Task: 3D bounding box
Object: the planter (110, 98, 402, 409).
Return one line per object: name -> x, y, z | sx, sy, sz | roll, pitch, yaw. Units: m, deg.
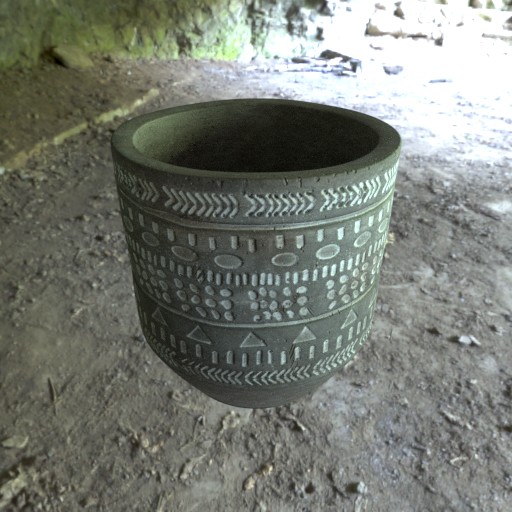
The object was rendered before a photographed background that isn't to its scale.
planter -> 0.000, 0.000, 0.259 | 0.142, 0.149, 0.142 | 0, 31, 0
